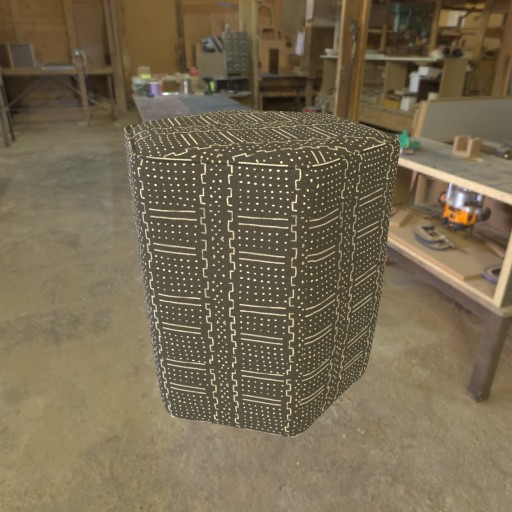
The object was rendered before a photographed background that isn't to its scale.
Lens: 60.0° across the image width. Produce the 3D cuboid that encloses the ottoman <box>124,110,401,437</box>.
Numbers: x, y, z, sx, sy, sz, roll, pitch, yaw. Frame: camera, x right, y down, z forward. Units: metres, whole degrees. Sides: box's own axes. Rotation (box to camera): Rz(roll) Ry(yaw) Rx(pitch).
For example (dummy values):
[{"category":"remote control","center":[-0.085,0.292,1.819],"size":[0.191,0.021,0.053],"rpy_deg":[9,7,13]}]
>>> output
[{"category":"ottoman","center":[0.000,0.000,0.875],"size":[0.443,0.502,0.494],"rpy_deg":[-8,27,-16]}]
